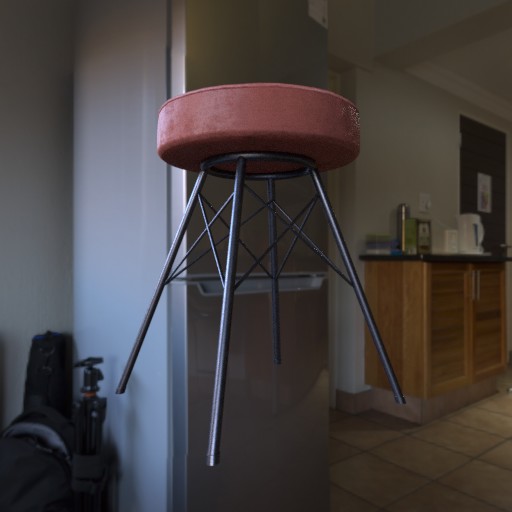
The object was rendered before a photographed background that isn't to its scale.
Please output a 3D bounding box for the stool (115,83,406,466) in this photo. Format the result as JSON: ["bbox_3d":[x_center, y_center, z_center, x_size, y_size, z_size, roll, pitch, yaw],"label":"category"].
[{"bbox_3d":[0.000,0.000,0.923,0.457,0.593,0.421,0,0,-36],"label":"stool"}]
